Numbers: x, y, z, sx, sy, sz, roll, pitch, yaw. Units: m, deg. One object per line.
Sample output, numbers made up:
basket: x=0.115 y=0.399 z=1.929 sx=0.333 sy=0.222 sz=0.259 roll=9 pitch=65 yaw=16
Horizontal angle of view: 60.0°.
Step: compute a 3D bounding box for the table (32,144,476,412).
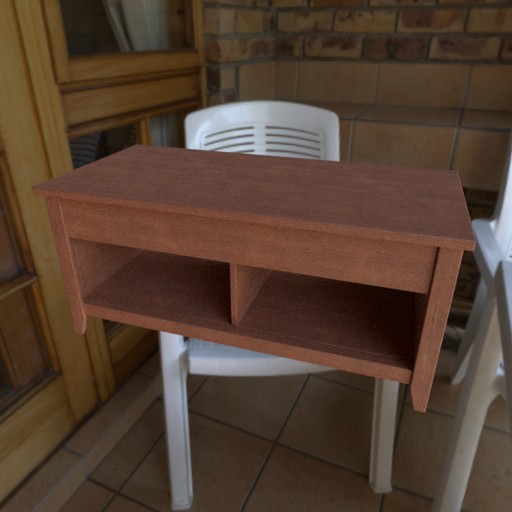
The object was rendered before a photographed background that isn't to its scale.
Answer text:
table: x=0.000 y=0.000 z=1.267 sx=1.016 sy=0.457 sz=0.483 roll=9 pitch=28 yaw=16
